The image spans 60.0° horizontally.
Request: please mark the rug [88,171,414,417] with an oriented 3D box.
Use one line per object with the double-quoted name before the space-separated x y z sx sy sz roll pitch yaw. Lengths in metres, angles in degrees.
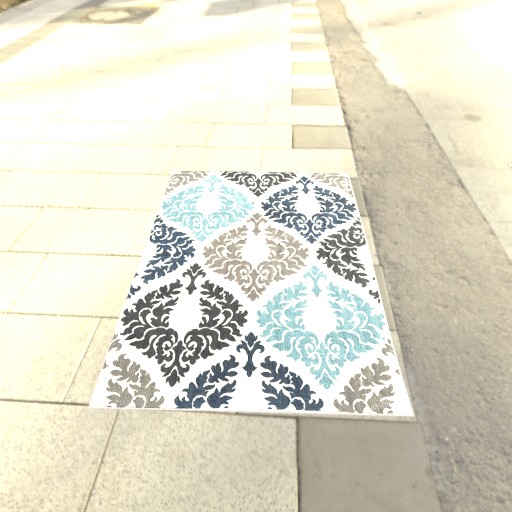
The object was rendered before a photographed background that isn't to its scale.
"rug" 0.000 0.000 2.924 1.514 0.014 2.275 1 39 1
